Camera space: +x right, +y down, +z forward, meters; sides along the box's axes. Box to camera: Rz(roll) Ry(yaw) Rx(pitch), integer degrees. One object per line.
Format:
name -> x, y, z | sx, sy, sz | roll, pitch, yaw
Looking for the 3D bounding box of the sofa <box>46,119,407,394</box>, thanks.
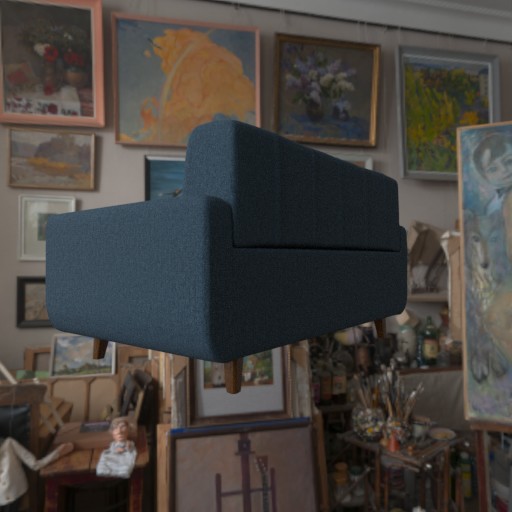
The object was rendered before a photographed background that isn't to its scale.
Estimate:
sofa -> 0.000, 0.000, 2.186 | 0.942, 0.896, 1.651 | 0, 0, 38
